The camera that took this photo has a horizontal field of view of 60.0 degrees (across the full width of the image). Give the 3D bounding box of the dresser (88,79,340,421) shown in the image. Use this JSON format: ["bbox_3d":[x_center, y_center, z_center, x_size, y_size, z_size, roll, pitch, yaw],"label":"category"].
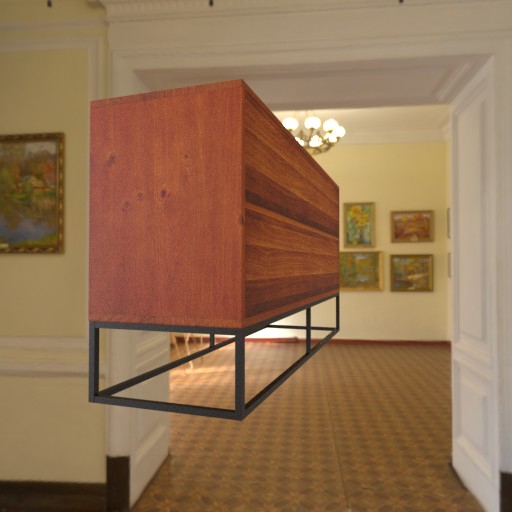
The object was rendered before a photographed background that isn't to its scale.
[{"bbox_3d":[0.000,0.000,1.847,0.464,0.810,1.536,0,-1,19],"label":"dresser"}]
